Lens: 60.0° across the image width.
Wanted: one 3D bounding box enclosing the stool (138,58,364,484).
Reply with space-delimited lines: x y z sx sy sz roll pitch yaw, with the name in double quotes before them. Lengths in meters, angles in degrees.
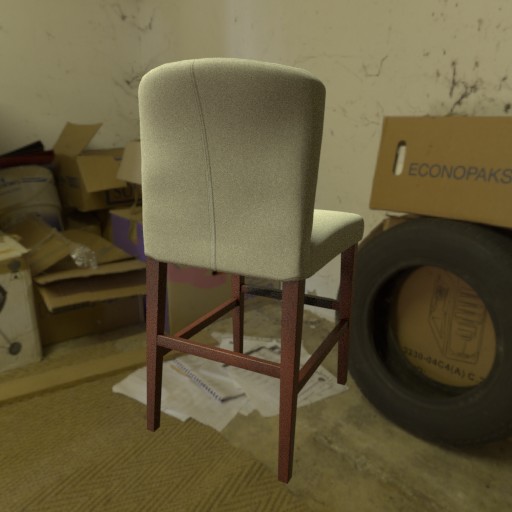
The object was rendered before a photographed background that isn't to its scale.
"stool" 0.000 0.000 1.261 0.479 0.968 0.568 8 18 26
